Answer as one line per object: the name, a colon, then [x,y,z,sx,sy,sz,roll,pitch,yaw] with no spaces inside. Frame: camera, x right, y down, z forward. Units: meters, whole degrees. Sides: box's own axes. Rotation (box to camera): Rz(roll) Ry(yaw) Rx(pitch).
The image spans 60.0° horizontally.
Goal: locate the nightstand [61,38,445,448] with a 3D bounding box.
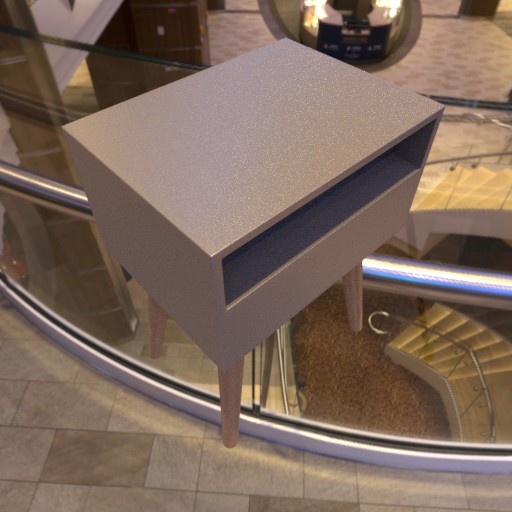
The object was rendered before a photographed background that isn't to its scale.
nightstand: [0.000,0.000,0.719,0.370,0.508,0.288,-34,56,-27]
